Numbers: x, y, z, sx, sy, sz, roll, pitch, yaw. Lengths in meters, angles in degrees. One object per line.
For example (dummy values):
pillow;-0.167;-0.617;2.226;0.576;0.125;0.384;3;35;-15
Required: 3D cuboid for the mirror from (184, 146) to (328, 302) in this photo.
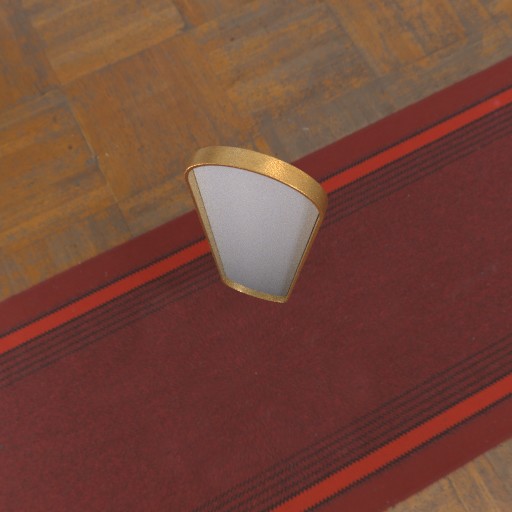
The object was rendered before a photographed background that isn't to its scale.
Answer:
mirror;0.000;0.000;1.063;0.222;0.991;0.032;17;76;4
